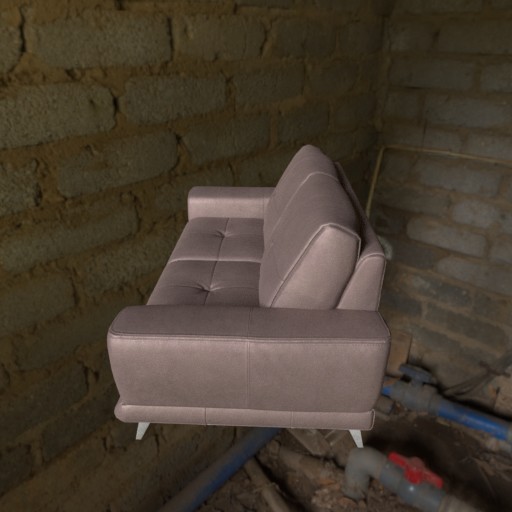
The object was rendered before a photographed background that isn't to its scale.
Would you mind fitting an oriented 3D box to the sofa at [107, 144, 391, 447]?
[{"bbox_3d":[0.000,0.000,2.342,1.018,0.907,1.806,1,26,2],"label":"sofa"}]
